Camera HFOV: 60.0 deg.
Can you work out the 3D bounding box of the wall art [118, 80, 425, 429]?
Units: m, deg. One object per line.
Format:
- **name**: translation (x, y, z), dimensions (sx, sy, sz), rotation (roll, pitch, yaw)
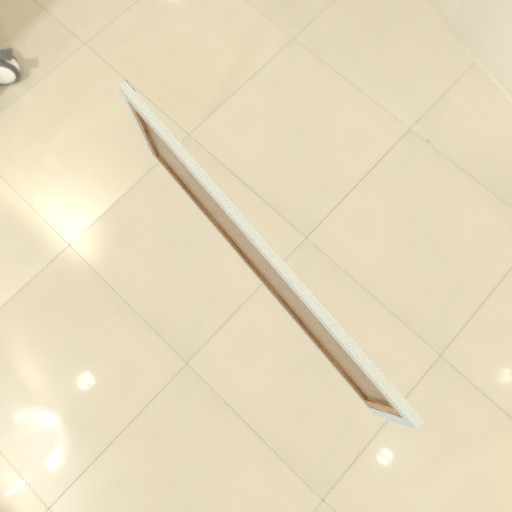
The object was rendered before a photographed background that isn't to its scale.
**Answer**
- **wall art**: translation (0.000, 0.000, 1.702), dimensions (0.039, 0.507, 1.520), rotation (-39, 79, -9)
